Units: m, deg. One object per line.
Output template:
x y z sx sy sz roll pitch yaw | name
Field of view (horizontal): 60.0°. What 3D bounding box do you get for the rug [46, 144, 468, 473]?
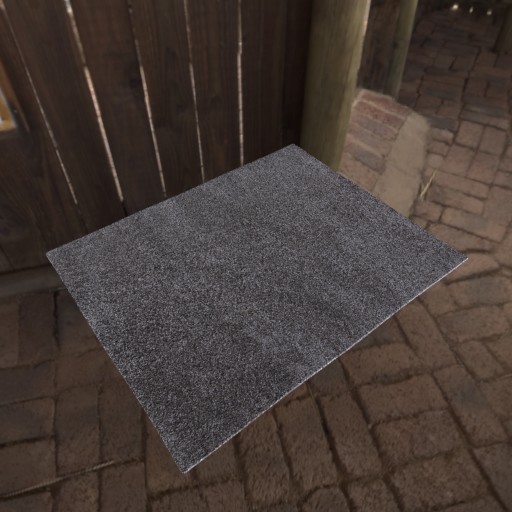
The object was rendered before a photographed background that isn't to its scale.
0.000 0.000 4.021 3.000 0.025 2.401 -29 53 -25 | rug
